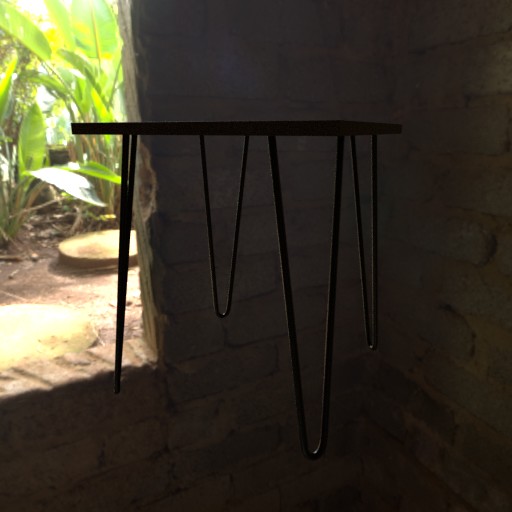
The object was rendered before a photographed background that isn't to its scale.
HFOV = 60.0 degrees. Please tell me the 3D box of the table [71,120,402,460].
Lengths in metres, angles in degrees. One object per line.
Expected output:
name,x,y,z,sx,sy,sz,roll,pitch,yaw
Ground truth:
table,0.000,0.000,0.976,0.495,0.559,0.495,8,18,26
